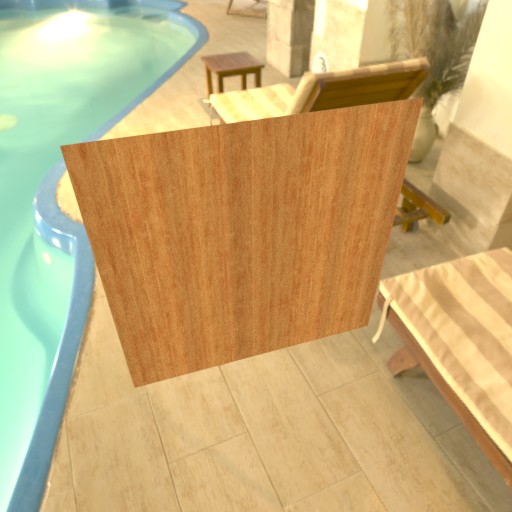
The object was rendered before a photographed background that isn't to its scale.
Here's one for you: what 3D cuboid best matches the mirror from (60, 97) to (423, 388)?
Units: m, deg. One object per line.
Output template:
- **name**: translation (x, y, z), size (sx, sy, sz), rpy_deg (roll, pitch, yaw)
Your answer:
- **mirror**: translation (0.000, 0.000, 0.986), size (0.651, 0.651, 0.047), rpy_deg (-12, 42, -14)
